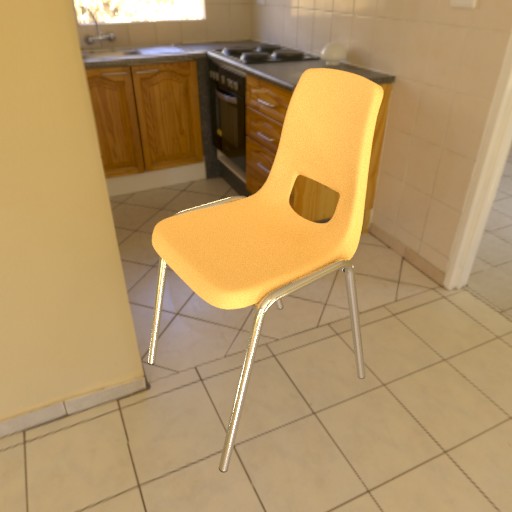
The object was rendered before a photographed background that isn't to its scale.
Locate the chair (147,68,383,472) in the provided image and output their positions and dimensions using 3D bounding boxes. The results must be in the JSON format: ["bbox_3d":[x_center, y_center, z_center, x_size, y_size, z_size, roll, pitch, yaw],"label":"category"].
[{"bbox_3d":[0.000,0.000,0.951,0.436,0.704,0.381,-21,38,-29],"label":"chair"}]
